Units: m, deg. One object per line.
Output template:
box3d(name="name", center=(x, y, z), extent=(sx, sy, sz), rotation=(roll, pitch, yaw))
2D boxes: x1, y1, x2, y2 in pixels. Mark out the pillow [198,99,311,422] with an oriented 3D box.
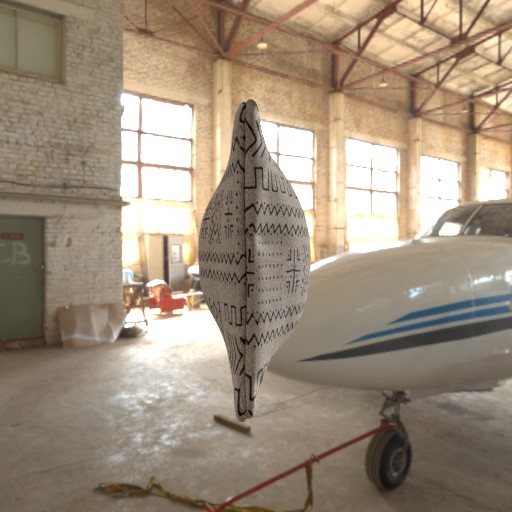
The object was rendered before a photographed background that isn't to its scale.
box3d(name="pillow", center=(0.000, 0.000, 0.789), extent=(0.188, 0.352, 0.637), rotation=(0, 1, 0))
